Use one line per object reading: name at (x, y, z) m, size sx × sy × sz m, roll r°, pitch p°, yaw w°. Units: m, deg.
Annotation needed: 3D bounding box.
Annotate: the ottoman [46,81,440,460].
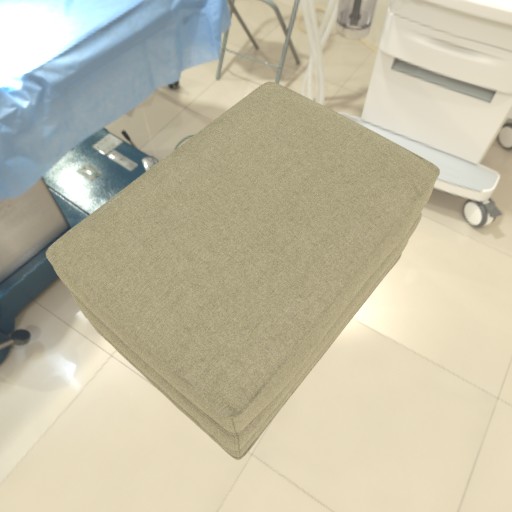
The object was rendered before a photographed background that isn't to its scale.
ottoman at (0.000, 0.000, 1.241) m, size 0.611 × 0.508 × 0.848 m, roll 35°, pitch 64°, yaw 20°
